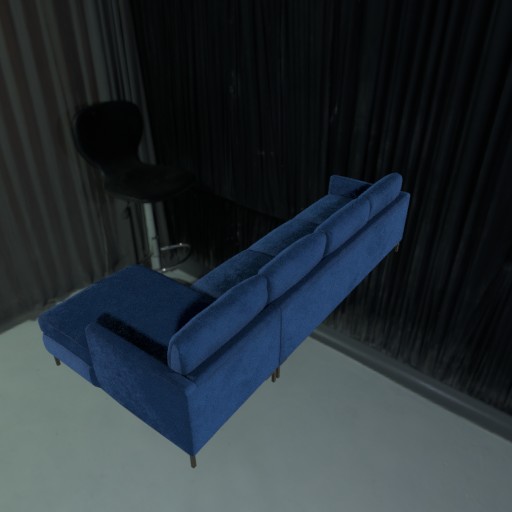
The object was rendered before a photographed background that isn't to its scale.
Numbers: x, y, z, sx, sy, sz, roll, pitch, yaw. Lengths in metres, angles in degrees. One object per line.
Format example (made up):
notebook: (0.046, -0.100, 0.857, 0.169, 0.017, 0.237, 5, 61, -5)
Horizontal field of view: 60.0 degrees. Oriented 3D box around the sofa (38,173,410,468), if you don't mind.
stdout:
sofa: (0.000, 0.000, 3.469, 1.350, 0.810, 2.932, 22, 38, 31)
